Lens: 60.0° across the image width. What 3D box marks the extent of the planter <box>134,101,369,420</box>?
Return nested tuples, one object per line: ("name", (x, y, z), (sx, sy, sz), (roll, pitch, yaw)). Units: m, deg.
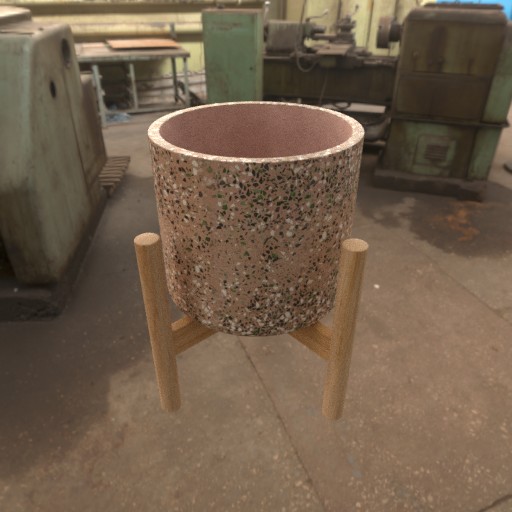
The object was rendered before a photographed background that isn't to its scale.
("planter", (0.000, 0.000, 0.548), (0.284, 0.320, 0.284), (-10, 33, -16))
